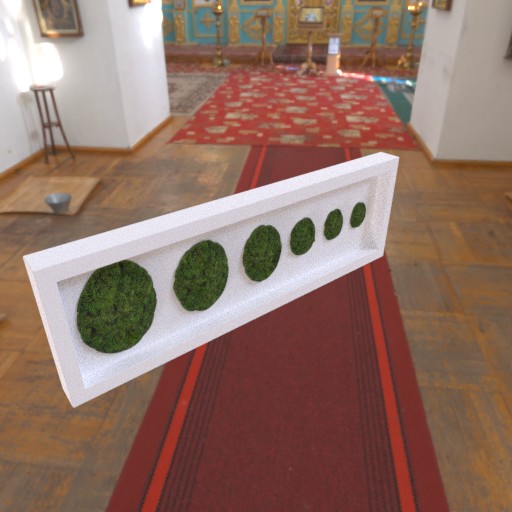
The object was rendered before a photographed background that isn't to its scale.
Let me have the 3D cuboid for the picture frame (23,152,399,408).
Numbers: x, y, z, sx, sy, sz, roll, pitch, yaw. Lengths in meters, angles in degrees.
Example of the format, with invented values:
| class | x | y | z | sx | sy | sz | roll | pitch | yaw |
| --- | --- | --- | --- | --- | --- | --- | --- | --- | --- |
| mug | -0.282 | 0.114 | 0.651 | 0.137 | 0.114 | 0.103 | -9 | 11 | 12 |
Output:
| class | x | y | z | sx | sy | sz | roll | pitch | yaw |
| --- | --- | --- | --- | --- | --- | --- | --- | --- | --- |
| picture frame | 0.000 | 0.000 | 0.844 | 0.759 | 0.250 | 0.050 | -22 | 36 | -32 |
